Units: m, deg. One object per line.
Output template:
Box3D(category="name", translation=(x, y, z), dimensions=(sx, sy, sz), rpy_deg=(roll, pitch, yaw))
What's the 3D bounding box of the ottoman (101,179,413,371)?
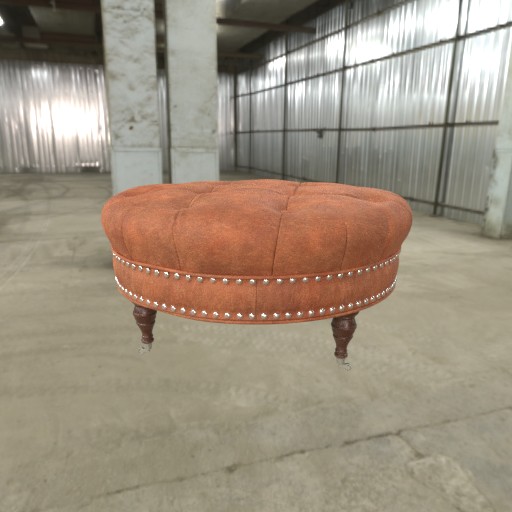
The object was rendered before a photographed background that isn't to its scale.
Box3D(category="ottoman", translation=(0.000, 0.000, 1.386), dimensions=(0.901, 0.444, 0.901), rpy_deg=(0, 14, 0))
